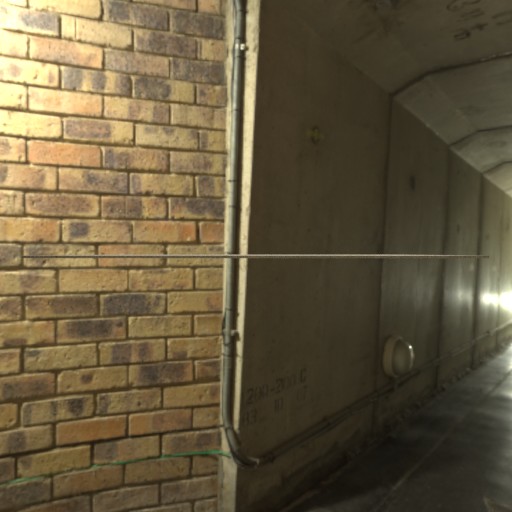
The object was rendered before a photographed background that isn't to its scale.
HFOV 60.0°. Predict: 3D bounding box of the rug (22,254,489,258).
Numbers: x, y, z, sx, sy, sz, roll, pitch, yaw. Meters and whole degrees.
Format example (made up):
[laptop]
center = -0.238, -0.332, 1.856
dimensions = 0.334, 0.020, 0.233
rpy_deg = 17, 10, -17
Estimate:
[rug]
center = 0.000, 0.000, 3.066
dimensions = 2.438, 0.014, 1.524
rpy_deg = 0, 0, 1
